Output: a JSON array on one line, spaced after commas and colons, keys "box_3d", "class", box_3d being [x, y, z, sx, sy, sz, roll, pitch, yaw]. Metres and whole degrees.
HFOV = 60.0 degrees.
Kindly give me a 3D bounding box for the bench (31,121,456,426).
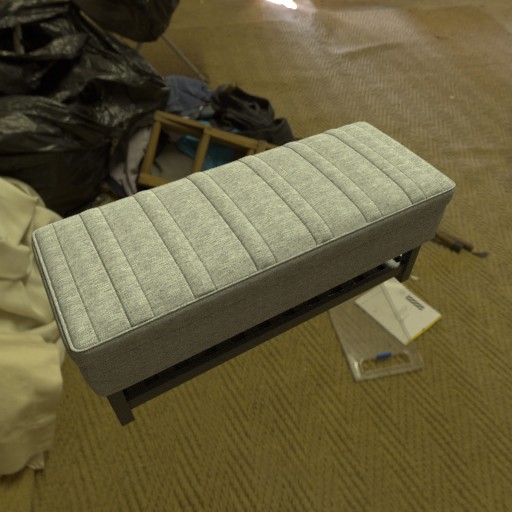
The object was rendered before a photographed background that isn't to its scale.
[{"box_3d": [0.000, 0.000, 1.315, 1.100, 0.470, 0.429, -23, 51, -20], "class": "bench"}]
